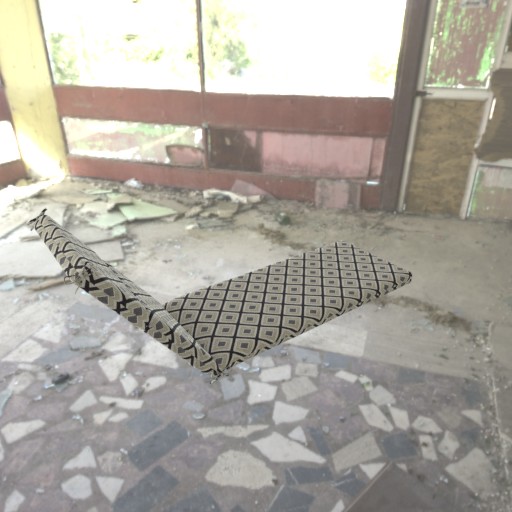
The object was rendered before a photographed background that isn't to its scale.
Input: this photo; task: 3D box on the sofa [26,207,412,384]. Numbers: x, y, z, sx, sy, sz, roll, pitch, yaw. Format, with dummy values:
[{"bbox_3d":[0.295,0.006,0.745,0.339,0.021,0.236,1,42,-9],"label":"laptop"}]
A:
[{"bbox_3d":[0.000,0.000,1.951,1.663,0.622,0.582,-18,32,-32],"label":"sofa"}]
